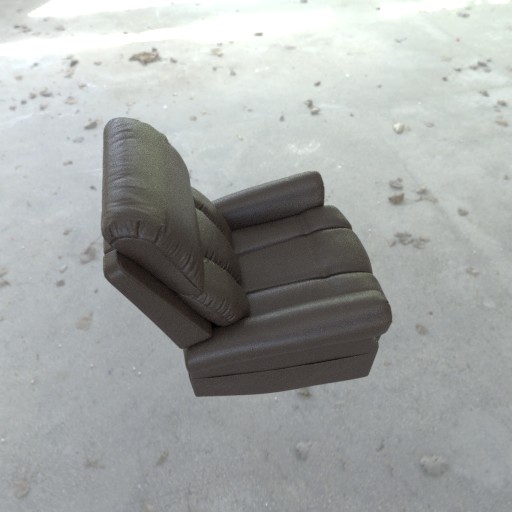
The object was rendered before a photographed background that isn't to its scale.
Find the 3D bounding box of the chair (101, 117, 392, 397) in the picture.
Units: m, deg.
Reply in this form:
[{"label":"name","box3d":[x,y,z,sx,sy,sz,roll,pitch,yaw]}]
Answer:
[{"label":"chair","box3d":[0.000,0.000,1.744,0.978,1.028,0.869,-9,47,-9]}]
